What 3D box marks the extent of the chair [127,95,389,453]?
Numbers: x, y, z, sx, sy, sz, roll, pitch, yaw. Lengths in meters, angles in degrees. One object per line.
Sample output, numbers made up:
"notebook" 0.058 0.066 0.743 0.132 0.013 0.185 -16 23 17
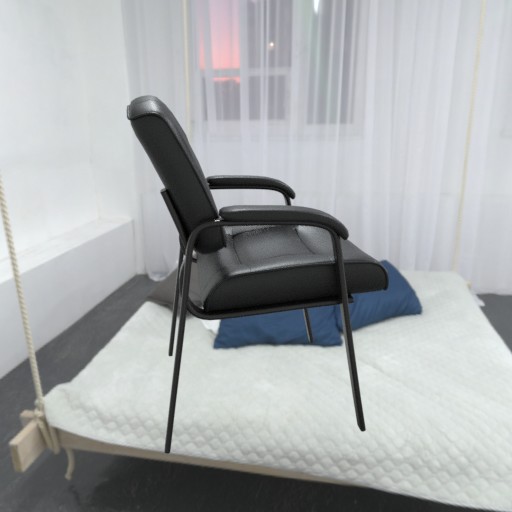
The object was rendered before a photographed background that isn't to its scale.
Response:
"chair" 0.000 0.000 1.338 0.668 0.910 0.591 -3 18 -9
